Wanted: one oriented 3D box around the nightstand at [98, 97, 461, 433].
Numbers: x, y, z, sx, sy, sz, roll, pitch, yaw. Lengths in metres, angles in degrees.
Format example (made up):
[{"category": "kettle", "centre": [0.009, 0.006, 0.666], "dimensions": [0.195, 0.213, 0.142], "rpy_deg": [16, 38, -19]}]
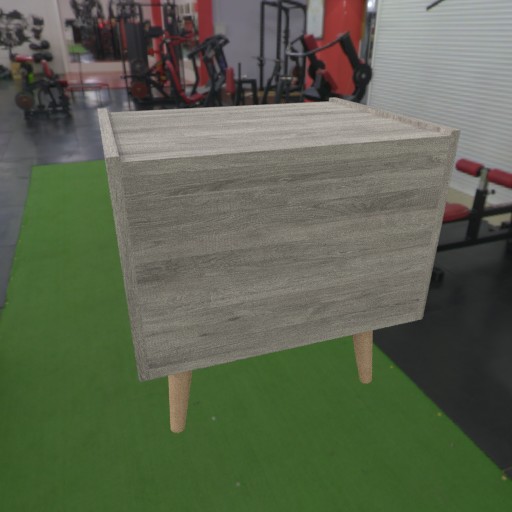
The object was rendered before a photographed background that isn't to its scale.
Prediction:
[{"category": "nightstand", "centre": [0.000, 0.000, 0.828], "dimensions": [0.480, 0.500, 0.380], "rpy_deg": [-9, 28, -17]}]
